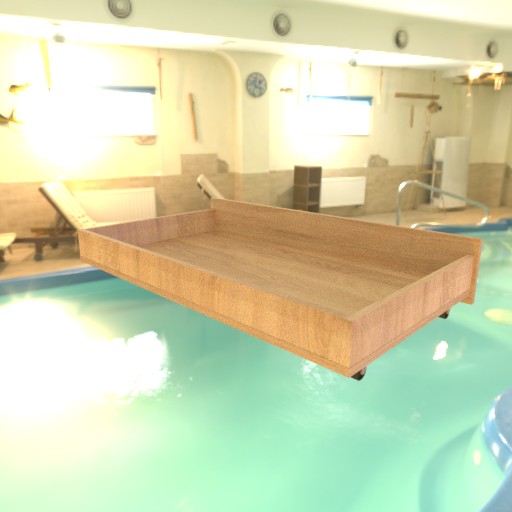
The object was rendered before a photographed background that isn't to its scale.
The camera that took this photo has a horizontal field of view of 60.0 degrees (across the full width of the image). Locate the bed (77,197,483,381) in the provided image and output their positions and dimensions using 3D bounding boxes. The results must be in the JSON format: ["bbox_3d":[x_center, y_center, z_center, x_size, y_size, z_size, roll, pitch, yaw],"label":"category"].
[{"bbox_3d":[0.000,0.000,1.492,1.200,0.209,0.685,15,21,42],"label":"bed"}]
